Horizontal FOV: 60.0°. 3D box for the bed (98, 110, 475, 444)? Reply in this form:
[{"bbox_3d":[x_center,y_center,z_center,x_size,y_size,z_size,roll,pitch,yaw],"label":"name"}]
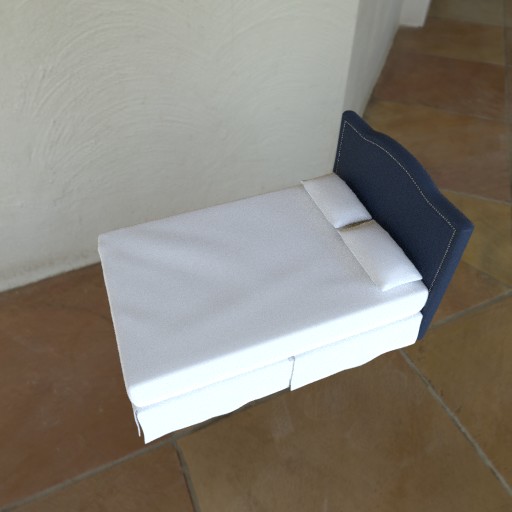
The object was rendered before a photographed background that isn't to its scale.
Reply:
[{"bbox_3d":[0.000,0.000,3.613,2.507,1.441,1.741,-15,48,-14],"label":"bed"}]
